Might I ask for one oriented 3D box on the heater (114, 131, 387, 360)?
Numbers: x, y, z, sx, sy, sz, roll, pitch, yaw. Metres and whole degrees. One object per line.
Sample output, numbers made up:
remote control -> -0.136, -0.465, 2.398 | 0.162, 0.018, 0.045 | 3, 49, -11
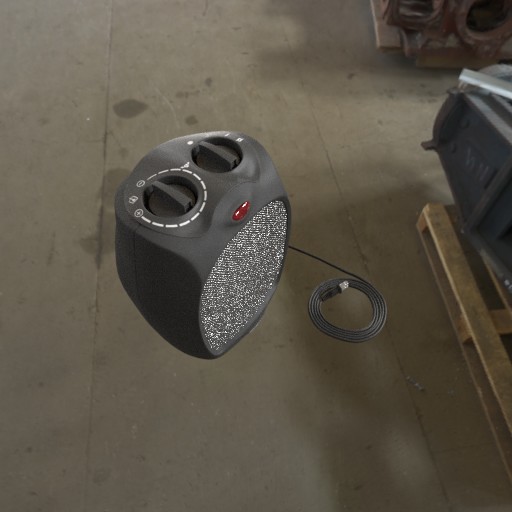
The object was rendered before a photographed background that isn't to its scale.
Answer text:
heater -> 0.000, 0.000, 0.477 | 0.291, 0.240, 0.239 | 31, 61, 20
